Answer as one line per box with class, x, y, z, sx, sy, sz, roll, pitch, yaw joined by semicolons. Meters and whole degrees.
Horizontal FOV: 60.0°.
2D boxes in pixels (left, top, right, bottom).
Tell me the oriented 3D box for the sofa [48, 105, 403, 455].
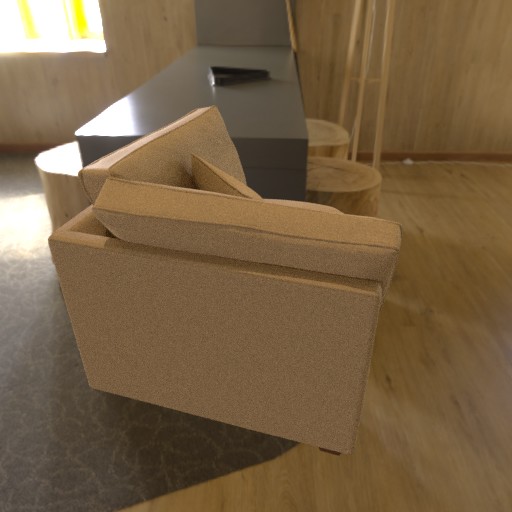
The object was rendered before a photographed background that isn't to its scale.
sofa;0.000;0.000;1.811;1.050;0.937;1.042;10;33;15
